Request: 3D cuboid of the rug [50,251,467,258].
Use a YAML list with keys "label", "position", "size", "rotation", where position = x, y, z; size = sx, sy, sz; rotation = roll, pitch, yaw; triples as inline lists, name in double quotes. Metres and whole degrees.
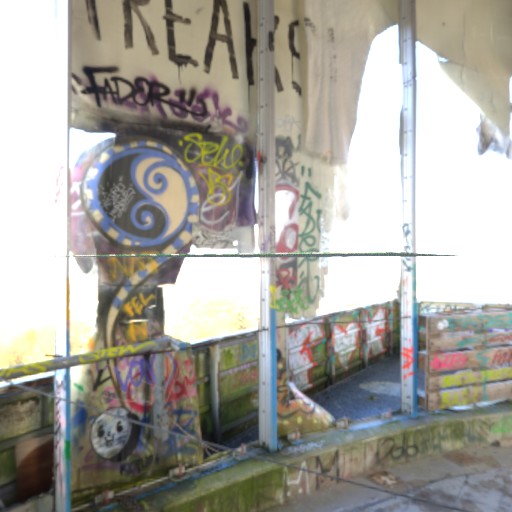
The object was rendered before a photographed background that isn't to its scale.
- label: "rug"
  position: [0.000, 0.000, 2.333]
  size: [1.826, 0.006, 1.220]
  rotation: [0, -1, 35]
